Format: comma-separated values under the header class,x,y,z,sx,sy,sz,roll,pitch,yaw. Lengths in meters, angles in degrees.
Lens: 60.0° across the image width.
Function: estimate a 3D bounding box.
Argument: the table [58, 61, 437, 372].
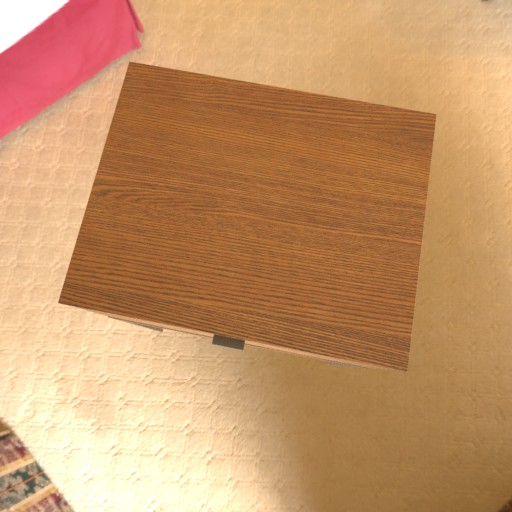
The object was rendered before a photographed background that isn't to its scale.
class,x,y,z,sx,sy,sz,roll,pitch,yaw
table,0.000,0.000,0.936,0.482,0.610,0.400,11,77,2
